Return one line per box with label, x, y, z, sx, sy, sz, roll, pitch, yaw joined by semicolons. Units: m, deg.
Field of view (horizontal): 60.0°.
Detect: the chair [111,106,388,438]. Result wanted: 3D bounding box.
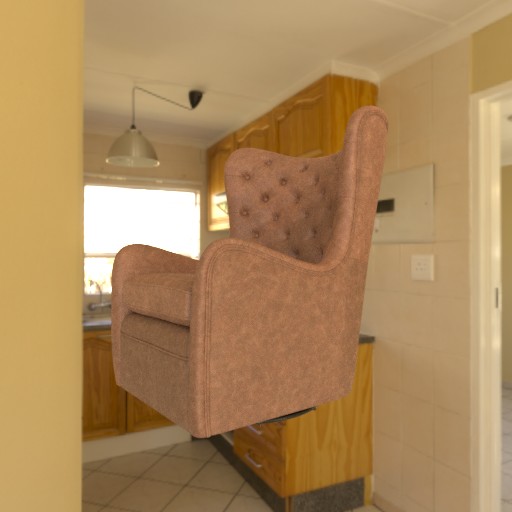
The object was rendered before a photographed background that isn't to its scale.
chair;0.000;0.000;1.765;0.930;1.079;0.831;0;0;-37
